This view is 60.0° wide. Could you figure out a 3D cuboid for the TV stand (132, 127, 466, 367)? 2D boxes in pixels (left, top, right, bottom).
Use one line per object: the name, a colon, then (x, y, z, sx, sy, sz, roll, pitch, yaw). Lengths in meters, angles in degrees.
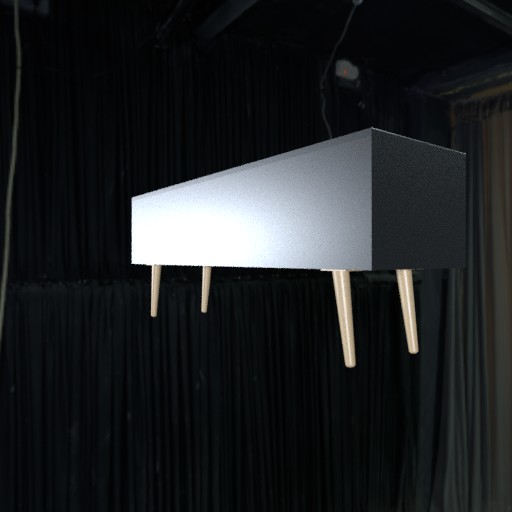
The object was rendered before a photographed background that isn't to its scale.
TV stand: (0.000, 0.000, 1.545, 0.390, 0.518, 1.312, 0, 0, -37)
